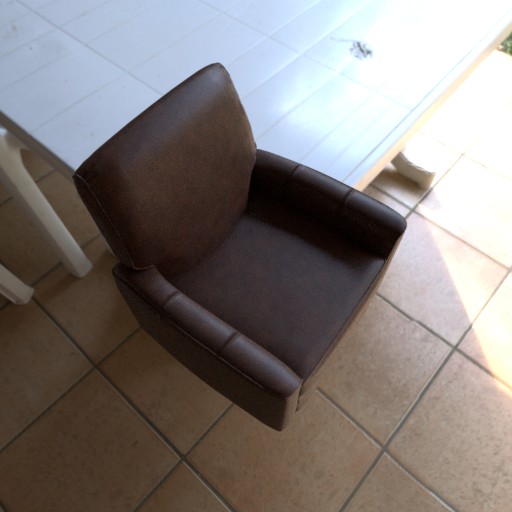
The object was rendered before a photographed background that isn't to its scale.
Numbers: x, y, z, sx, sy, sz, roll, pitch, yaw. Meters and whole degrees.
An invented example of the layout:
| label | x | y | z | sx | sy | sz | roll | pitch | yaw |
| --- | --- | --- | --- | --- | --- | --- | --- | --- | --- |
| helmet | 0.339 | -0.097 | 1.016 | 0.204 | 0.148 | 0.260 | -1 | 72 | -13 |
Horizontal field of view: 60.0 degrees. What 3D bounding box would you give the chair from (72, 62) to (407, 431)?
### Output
| label | x | y | z | sx | sy | sz | roll | pitch | yaw |
| --- | --- | --- | --- | --- | --- | --- | --- | --- | --- |
| chair | 0.000 | 0.000 | 1.648 | 0.850 | 1.010 | 0.839 | 32 | 63 | 18 |
